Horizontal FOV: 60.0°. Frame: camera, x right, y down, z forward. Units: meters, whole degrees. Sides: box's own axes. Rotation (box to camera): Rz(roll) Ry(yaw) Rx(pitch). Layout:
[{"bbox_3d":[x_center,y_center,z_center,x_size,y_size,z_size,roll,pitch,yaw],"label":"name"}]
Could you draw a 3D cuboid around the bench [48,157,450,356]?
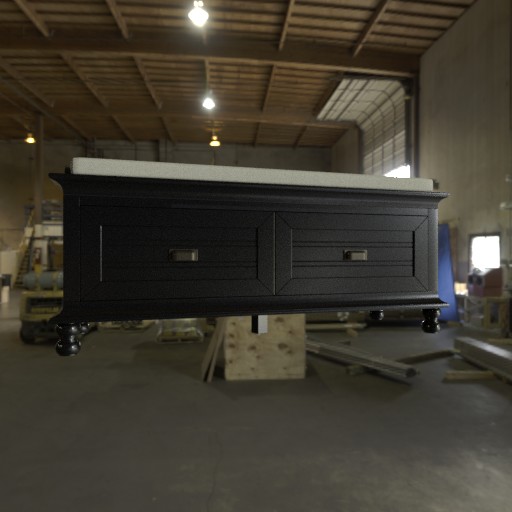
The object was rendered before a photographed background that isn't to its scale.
[{"bbox_3d":[0.000,0.000,1.448,1.185,0.501,0.402,0,0,-17],"label":"bench"}]
